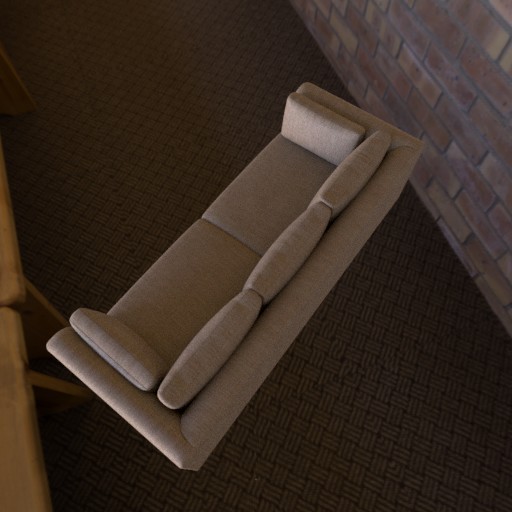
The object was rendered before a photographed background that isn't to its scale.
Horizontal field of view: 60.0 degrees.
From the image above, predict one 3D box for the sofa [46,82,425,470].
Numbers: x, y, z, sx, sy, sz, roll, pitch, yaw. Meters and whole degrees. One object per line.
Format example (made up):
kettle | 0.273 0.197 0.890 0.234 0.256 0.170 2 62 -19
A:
sofa | 0.000 0.000 2.875 0.969 0.867 2.415 34 68 16
